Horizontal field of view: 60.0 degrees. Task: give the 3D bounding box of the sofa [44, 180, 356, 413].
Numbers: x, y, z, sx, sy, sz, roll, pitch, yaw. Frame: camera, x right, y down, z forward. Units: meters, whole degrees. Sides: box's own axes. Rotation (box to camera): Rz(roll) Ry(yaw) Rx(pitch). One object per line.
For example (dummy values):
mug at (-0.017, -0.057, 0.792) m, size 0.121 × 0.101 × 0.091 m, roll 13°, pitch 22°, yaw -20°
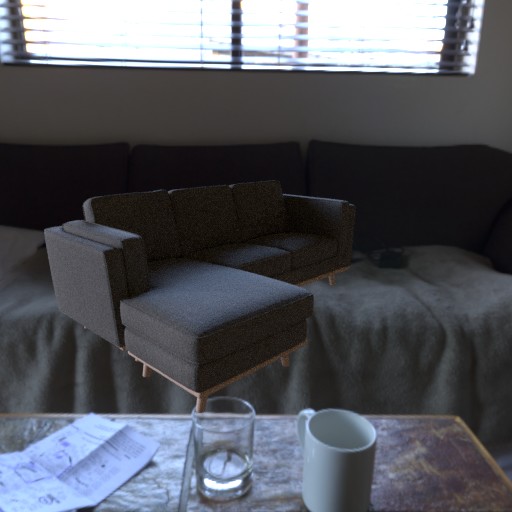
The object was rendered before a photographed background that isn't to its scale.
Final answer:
sofa at (0.000, 0.000, 3.248) m, size 1.604 × 0.929 × 2.411 m, roll 14°, pitch 20°, yaw 43°
